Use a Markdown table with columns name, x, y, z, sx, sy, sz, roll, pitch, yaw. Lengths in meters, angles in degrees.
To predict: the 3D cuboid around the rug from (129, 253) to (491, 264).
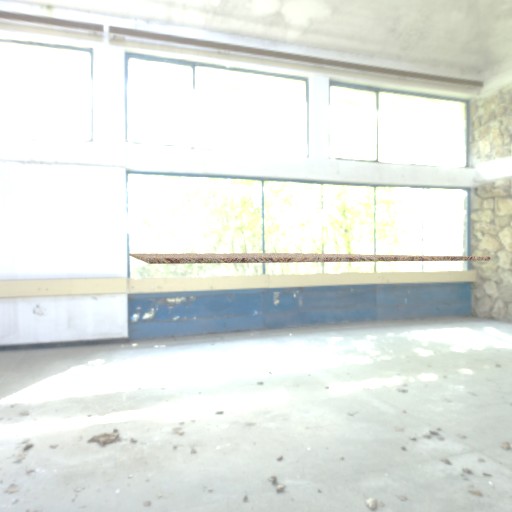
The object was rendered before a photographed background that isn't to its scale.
| name | x | y | z | sx | sy | sz | roll | pitch | yaw |
| --- | --- | --- | --- | --- | --- | --- | --- | --- | --- |
| rug | 0.000 | 0.000 | 2.877 | 1.523 | 0.019 | 2.285 | 0 | 1 | -18 |
